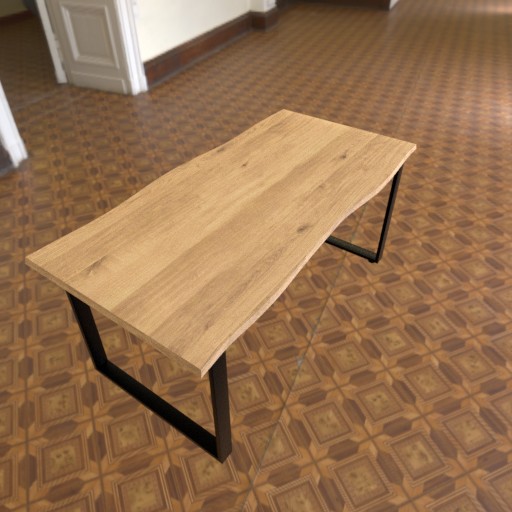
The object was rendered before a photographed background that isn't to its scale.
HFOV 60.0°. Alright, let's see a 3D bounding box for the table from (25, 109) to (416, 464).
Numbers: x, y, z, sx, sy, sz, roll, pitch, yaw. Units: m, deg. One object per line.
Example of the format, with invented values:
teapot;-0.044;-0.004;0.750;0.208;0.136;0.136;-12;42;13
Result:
table;0.000;0.000;2.277;0.900;0.780;1.800;24;45;27
